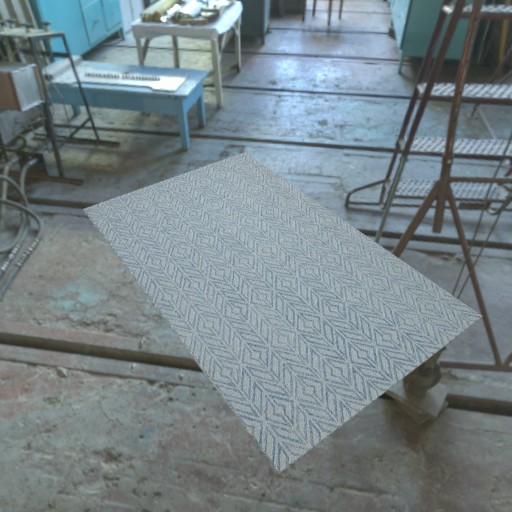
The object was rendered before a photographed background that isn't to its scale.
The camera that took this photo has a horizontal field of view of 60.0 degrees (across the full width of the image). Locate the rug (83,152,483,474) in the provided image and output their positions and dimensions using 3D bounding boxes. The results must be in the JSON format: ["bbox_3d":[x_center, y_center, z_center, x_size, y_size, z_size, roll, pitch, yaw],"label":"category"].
[{"bbox_3d":[0.000,0.000,3.012,1.526,0.008,2.441,-26,48,-26],"label":"rug"}]
